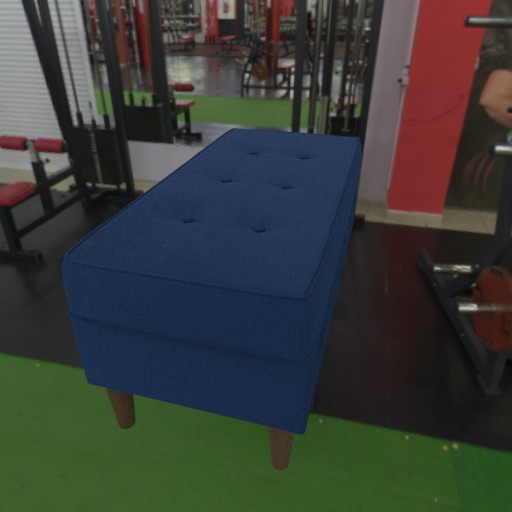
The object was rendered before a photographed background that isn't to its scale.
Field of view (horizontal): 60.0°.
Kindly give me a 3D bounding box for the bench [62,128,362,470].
[{"bbox_3d":[0.000,0.000,1.272,0.489,0.467,1.010,8,31,14],"label":"bench"}]
